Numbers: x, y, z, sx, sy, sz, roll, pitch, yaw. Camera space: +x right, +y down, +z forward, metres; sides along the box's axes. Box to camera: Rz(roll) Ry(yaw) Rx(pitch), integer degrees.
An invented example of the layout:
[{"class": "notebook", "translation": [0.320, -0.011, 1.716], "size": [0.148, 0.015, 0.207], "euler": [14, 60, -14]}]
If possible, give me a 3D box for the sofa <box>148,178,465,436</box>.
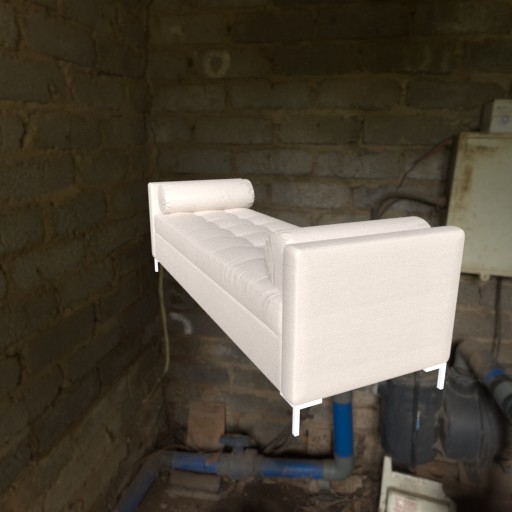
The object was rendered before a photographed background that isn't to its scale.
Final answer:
[{"class": "sofa", "translation": [0.000, 0.000, 2.331], "size": [0.686, 0.635, 1.981], "euler": [-7, 17, -24]}]
